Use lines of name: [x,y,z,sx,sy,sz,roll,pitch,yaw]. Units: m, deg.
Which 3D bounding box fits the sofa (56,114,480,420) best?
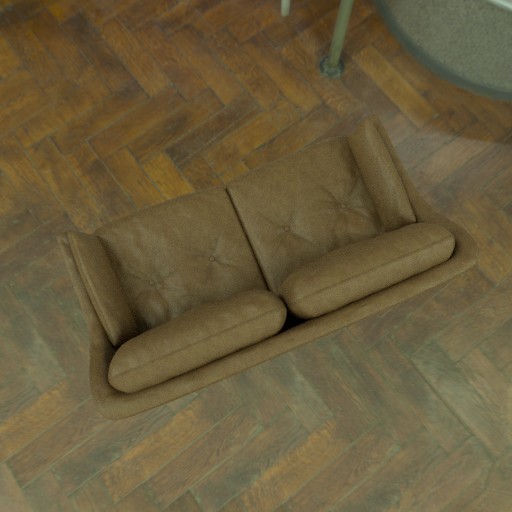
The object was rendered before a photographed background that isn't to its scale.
sofa: [0.000,0.000,2.206,1.731,0.886,0.981,-22,77,-5]
